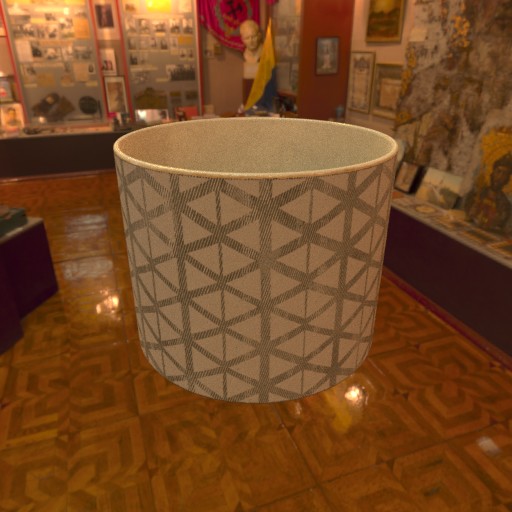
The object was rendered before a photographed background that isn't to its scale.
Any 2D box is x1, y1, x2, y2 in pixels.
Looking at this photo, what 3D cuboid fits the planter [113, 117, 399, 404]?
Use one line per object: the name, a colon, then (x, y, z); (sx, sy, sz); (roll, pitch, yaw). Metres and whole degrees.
planter: (0.000, 0.000, 0.346); (0.190, 0.181, 0.190); (0, 26, 0)
